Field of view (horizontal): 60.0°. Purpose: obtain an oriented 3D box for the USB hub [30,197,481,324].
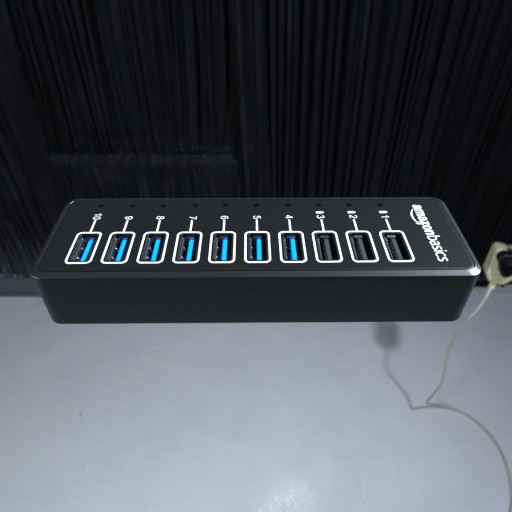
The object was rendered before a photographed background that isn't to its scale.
[{"bbox_3d":[0.000,0.000,0.163,0.145,0.023,0.044,0,42,0],"label":"USB hub"}]
